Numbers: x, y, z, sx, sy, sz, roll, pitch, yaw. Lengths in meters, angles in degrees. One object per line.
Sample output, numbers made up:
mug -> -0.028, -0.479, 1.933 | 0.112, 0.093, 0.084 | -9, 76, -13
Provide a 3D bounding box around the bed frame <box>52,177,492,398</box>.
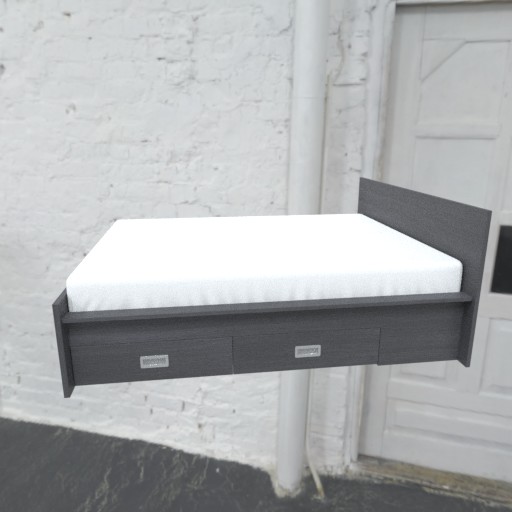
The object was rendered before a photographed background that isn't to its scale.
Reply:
bed frame -> 0.000, 0.000, 2.781 | 1.960, 0.800, 1.622 | -2, 16, -8
